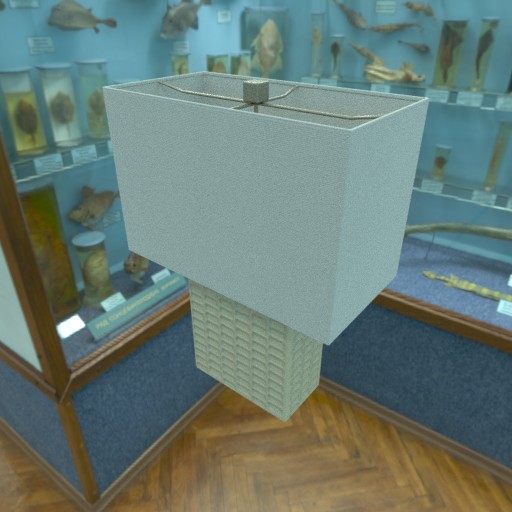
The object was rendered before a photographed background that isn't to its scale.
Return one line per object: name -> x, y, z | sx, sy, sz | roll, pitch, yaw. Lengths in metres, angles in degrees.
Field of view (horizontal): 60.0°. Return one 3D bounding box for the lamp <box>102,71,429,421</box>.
lamp -> 0.000, 0.000, 0.694 | 0.380, 0.515, 0.200 | 22, 36, 33
